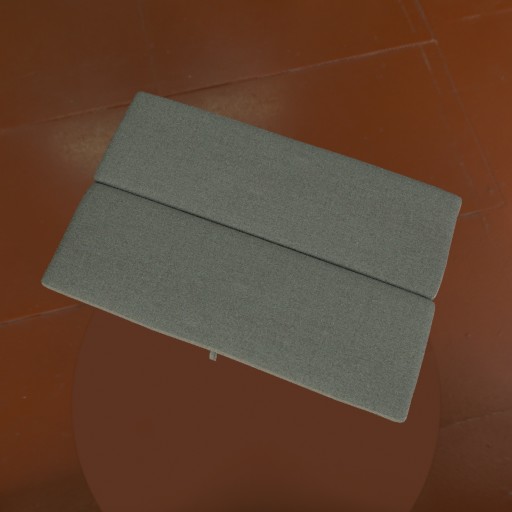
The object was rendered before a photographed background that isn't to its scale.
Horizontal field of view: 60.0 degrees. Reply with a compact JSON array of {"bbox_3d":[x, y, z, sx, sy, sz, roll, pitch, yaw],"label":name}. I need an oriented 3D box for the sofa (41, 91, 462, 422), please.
[{"bbox_3d":[0.000,0.000,1.659,1.250,0.434,0.817,20,75,6],"label":"sofa"}]
